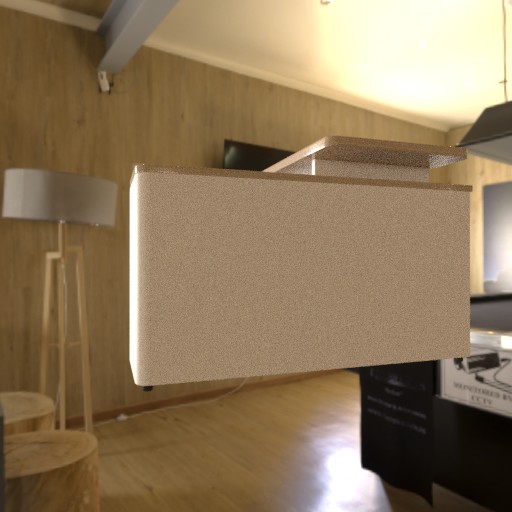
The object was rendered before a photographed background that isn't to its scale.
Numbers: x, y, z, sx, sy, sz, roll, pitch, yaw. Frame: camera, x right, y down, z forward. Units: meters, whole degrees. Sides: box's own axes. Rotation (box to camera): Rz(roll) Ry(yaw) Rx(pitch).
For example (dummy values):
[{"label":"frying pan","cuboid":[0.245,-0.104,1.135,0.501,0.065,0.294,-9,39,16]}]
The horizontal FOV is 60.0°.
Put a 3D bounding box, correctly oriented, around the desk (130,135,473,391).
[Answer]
[{"label":"desk","cuboid":[0.000,0.000,2.071,1.175,0.770,1.400,0,0,-19]}]
